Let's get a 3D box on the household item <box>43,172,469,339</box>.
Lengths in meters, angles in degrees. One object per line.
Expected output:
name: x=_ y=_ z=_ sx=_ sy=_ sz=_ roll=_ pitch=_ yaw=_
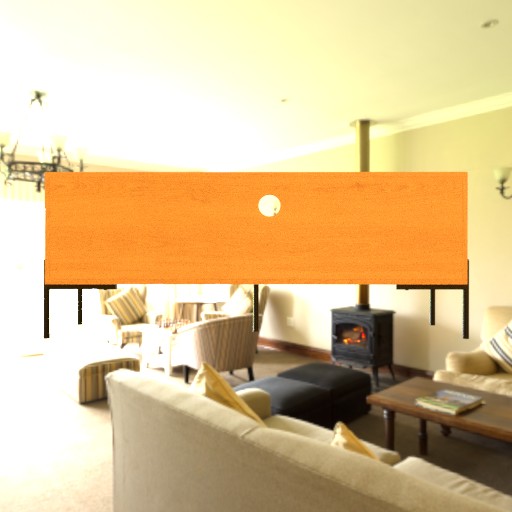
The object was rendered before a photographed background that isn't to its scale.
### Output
household item: x=0.000 y=0.000 z=1.778 sx=1.550 sy=0.600 sz=0.400 roll=0 pitch=0 yaw=0
